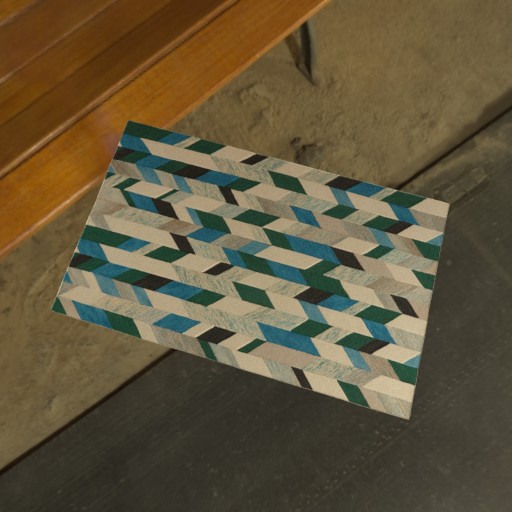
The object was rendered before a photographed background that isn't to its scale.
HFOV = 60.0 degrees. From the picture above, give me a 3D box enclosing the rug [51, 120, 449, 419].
[{"bbox_3d":[0.000,0.000,3.050,2.433,0.007,1.507,16,75,4],"label":"rug"}]
